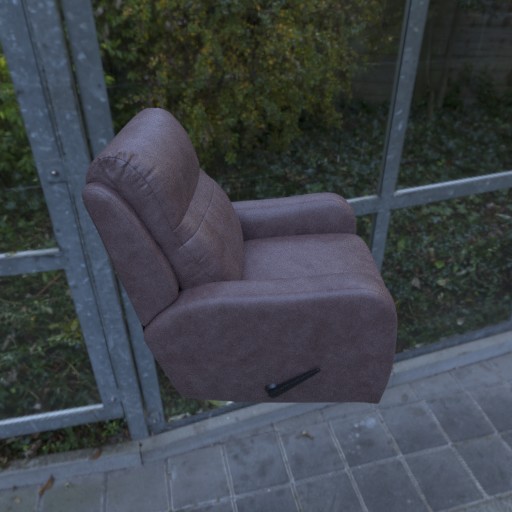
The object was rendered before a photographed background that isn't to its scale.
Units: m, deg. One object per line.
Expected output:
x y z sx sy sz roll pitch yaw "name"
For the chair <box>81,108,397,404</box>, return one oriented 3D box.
0.000 0.000 1.822 1.067 1.067 0.865 0 32 0 "chair"
